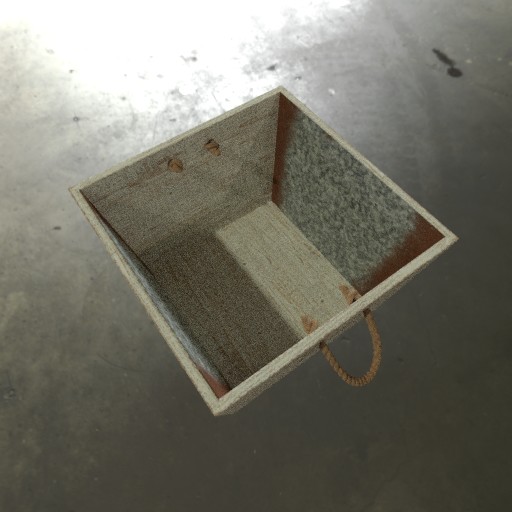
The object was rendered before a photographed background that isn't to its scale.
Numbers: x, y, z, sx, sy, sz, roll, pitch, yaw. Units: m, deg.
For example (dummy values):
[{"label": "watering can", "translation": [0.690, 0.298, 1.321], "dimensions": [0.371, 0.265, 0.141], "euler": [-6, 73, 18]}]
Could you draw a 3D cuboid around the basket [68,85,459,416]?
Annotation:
[{"label": "basket", "translation": [0.000, 0.000, 0.757], "dimensions": [0.413, 0.247, 0.545], "euler": [-32, 64, -18]}]
